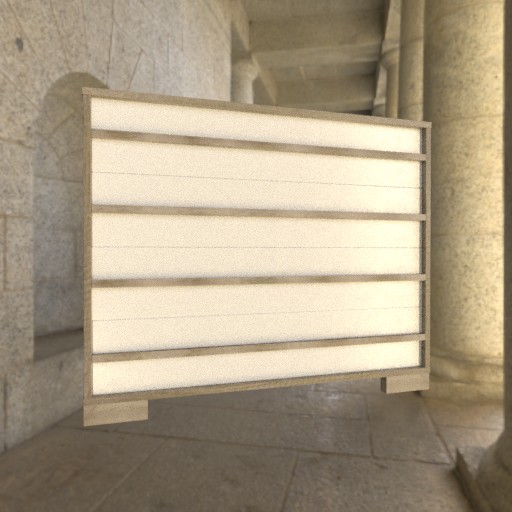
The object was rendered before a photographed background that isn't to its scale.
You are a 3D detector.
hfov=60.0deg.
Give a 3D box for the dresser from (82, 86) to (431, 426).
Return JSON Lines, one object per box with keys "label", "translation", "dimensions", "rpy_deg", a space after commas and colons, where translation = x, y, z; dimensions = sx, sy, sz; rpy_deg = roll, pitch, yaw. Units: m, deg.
{"label": "dresser", "translation": [0.000, 0.000, 1.400], "dimensions": [0.994, 0.816, 0.404], "rpy_deg": [0, 1, -17]}
